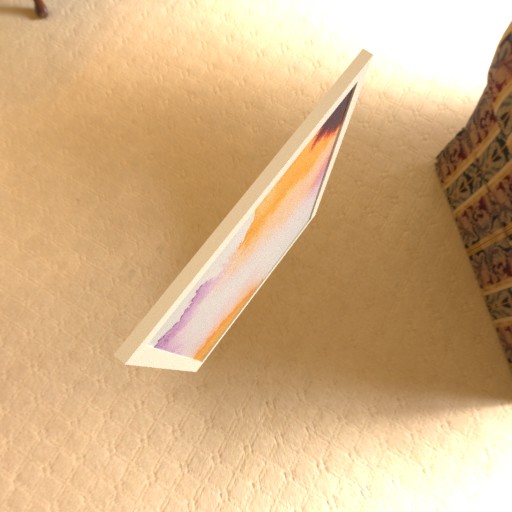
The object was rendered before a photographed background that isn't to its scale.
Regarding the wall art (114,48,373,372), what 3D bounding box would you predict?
[{"bbox_3d":[0.000,0.000,0.630,0.013,0.456,0.382,36,78,9],"label":"wall art"}]
